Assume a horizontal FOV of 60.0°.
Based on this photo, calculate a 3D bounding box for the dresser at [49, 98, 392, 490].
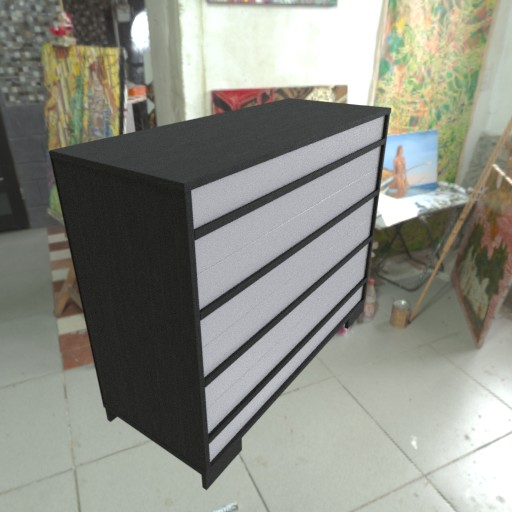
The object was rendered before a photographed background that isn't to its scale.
[{"bbox_3d":[0.000,0.000,1.409,0.404,0.816,0.994,18,32,31],"label":"dresser"}]
